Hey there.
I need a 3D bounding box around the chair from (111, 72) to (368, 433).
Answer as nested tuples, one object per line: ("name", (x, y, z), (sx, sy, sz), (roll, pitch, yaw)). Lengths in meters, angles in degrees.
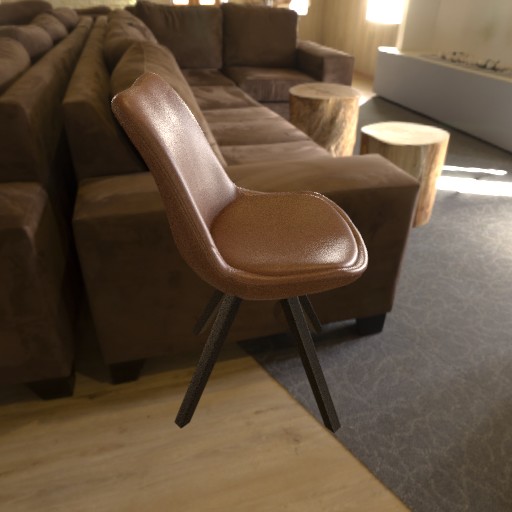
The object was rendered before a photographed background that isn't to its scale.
("chair", (0.000, 0.000, 1.147), (0.550, 0.850, 0.475), (0, 32, 0))
